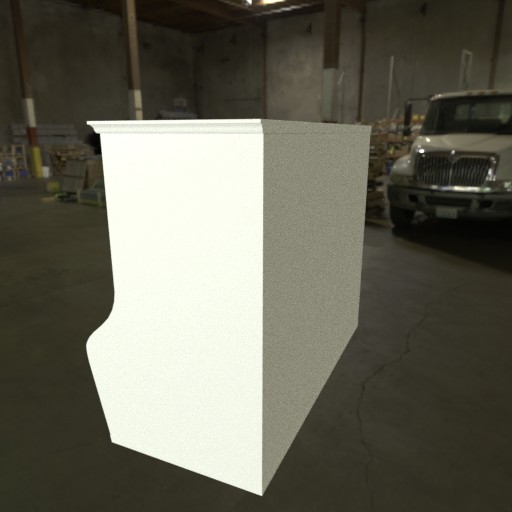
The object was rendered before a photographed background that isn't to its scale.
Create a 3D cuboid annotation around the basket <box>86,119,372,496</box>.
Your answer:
[{"bbox_3d":[0.000,0.000,1.097,0.376,0.625,0.792,7,17,24],"label":"basket"}]
